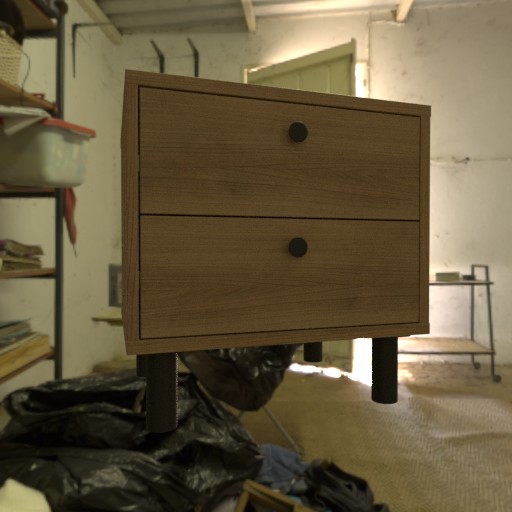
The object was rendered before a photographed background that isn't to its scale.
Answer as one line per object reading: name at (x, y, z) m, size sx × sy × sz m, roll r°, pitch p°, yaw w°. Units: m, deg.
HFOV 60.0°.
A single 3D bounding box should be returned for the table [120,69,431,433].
table at (0.000, 0.000, 0.774) m, size 0.445 × 0.460 × 0.380 m, roll 0°, pitch 1°, yaw -18°
